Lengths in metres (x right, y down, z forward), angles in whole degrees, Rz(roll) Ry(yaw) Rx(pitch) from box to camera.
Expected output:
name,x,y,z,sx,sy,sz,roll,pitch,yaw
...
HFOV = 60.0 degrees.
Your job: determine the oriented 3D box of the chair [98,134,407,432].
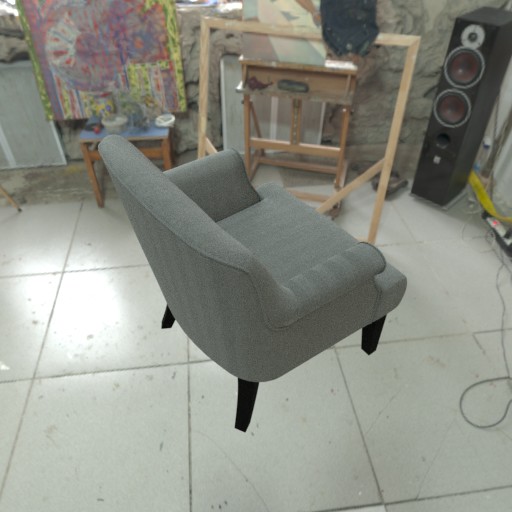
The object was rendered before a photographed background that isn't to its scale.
name,x,y,z,sx,sy,sz,roll,pitch,yaw
chair,0.000,0.000,1.483,0.755,0.880,0.772,-27,49,-26
